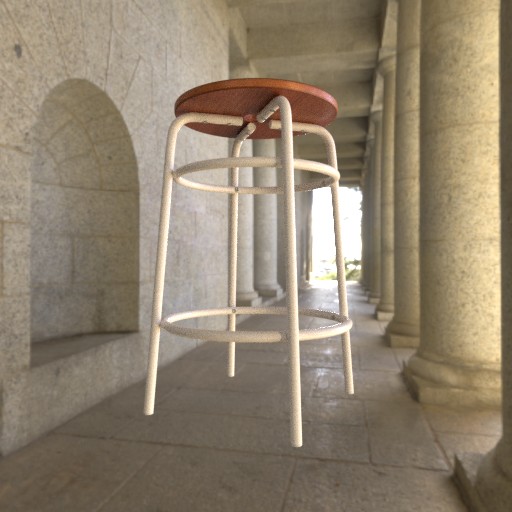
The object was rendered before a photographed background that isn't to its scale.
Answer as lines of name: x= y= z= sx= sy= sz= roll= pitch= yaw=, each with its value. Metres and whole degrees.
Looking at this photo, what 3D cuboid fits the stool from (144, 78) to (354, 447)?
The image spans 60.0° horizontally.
stool: x=0.000 y=0.000 z=0.924 sx=0.455 sy=0.610 sz=0.455 roll=0 pitch=0 yaw=-17
